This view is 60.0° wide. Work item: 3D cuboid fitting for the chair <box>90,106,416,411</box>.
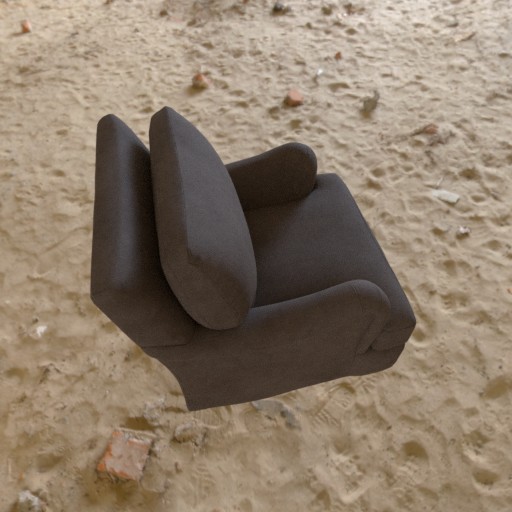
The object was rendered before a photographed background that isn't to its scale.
[{"bbox_3d":[0.000,0.000,1.821,1.070,0.997,0.955,-9,49,-8],"label":"chair"}]
